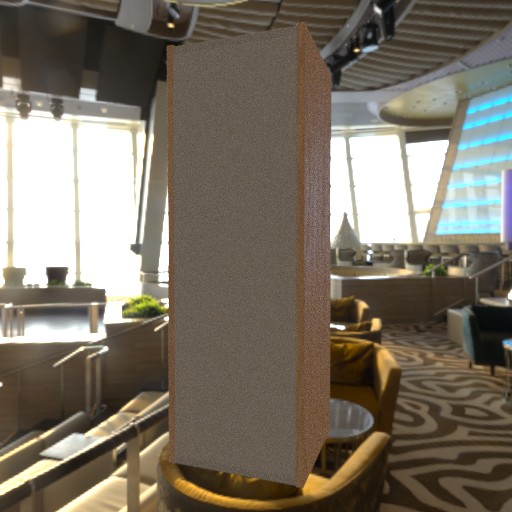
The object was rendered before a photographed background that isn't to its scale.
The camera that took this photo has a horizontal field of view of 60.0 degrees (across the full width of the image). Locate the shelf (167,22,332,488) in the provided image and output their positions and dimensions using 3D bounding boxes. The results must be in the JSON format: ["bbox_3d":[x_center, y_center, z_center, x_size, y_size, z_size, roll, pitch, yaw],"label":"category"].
[{"bbox_3d":[0.000,0.000,1.042,0.300,0.900,0.290,1,2,20],"label":"shelf"}]
